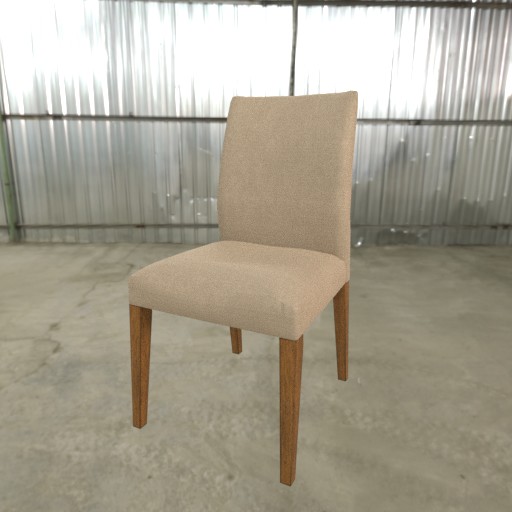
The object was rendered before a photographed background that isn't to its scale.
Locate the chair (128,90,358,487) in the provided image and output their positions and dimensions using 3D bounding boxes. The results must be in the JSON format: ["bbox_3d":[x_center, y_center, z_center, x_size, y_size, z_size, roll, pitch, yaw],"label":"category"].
[{"bbox_3d":[0.000,0.000,1.299,0.496,0.940,0.585,8,17,27],"label":"chair"}]
